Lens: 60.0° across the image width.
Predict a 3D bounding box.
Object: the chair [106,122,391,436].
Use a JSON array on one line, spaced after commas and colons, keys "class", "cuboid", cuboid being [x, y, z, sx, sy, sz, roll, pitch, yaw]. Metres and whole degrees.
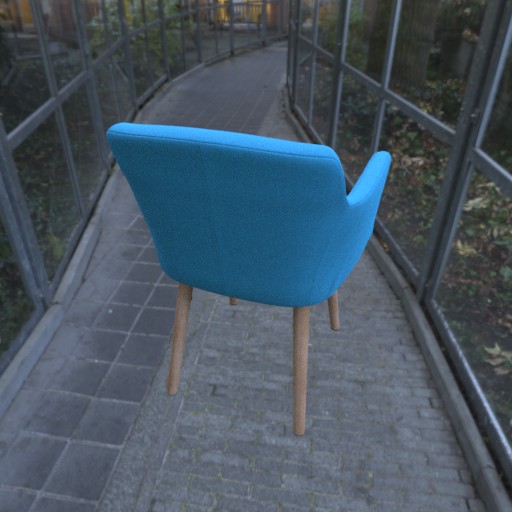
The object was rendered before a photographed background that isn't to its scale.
[{"class": "chair", "cuboid": [0.000, 0.000, 1.158, 0.570, 0.780, 0.540, 11, 33, 18]}]
